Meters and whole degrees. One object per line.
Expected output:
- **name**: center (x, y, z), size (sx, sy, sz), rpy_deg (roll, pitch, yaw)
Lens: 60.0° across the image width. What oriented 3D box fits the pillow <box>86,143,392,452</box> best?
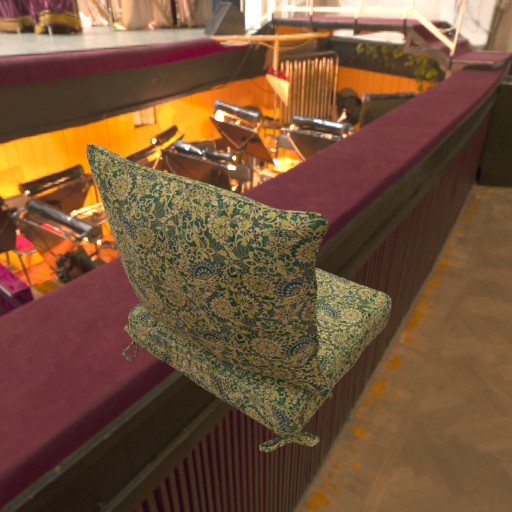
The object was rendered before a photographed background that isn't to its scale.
- **pillow**: center (0.000, 0.000, 1.401), size (0.798, 0.722, 0.740), rpy_deg (21, 37, 32)
